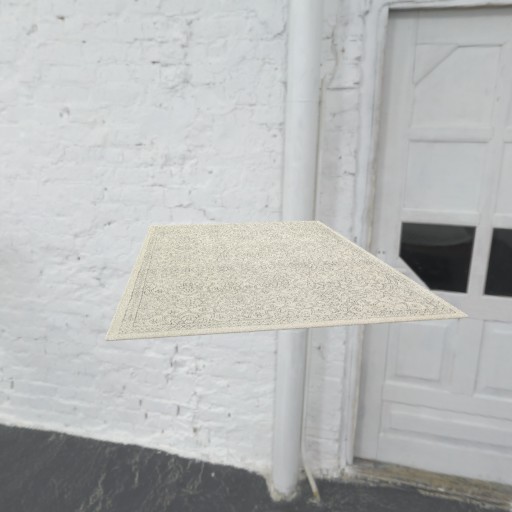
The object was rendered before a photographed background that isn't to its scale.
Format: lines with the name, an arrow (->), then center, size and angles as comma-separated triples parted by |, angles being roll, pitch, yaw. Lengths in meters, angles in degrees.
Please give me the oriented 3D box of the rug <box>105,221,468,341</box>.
rug -> 0.000, 0.000, 2.899 | 1.524, 0.011, 2.286 | -2, 15, -8
